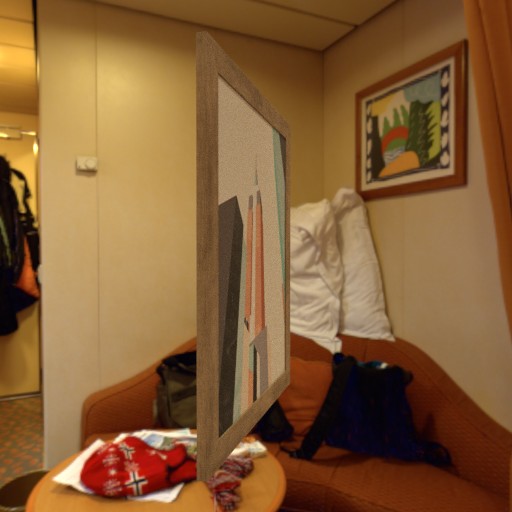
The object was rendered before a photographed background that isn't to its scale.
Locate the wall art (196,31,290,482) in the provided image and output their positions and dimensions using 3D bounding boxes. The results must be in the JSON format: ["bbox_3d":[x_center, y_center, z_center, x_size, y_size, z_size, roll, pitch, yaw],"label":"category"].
[{"bbox_3d":[0.000,0.000,0.930,0.018,0.686,0.534,0,1,18],"label":"wall art"}]
